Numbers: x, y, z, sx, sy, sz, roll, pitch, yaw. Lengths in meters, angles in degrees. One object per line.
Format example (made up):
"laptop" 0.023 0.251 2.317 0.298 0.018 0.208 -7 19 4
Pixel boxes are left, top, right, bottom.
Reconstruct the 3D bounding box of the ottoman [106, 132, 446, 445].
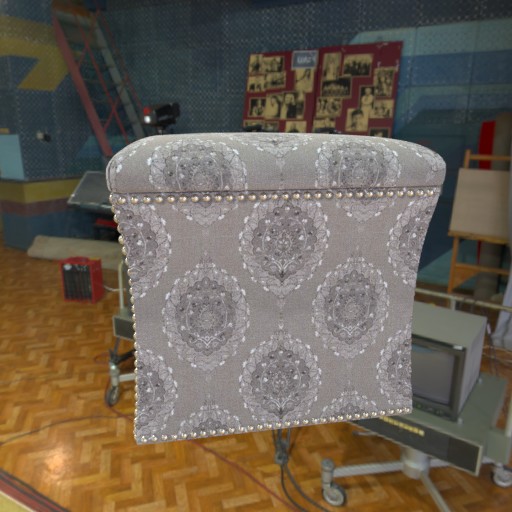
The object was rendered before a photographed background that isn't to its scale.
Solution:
"ottoman" 0.000 0.000 0.882 0.497 0.473 0.507 -3 16 -10
